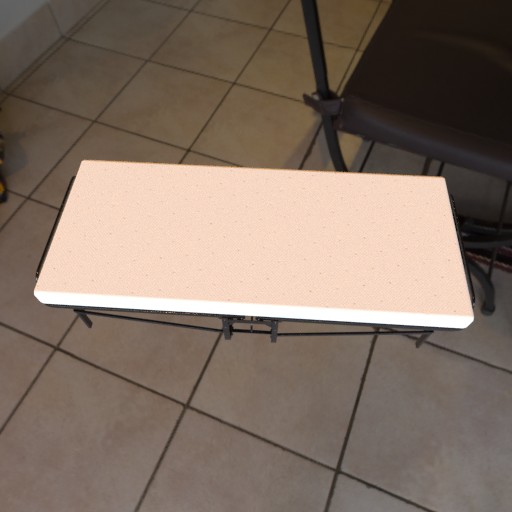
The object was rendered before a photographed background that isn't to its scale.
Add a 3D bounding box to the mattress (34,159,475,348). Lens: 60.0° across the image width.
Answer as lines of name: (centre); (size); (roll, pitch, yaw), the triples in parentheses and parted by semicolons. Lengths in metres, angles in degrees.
mattress: (0.000, 0.000, 2.521); (2.153, 0.519, 0.922); (3, 58, 2)
